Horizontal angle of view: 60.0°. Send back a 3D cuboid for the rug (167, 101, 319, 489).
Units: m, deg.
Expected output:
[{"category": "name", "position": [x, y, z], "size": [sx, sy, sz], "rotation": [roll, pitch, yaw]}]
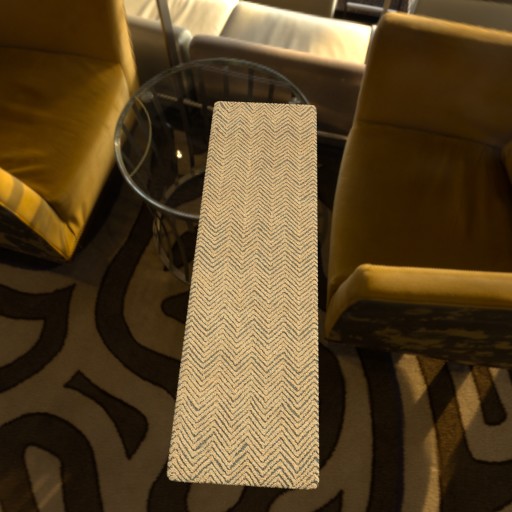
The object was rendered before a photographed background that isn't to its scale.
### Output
[{"category": "rug", "position": [0.000, 0.000, 2.482], "size": [0.686, 0.008, 2.286], "rotation": [3, 64, 1]}]
